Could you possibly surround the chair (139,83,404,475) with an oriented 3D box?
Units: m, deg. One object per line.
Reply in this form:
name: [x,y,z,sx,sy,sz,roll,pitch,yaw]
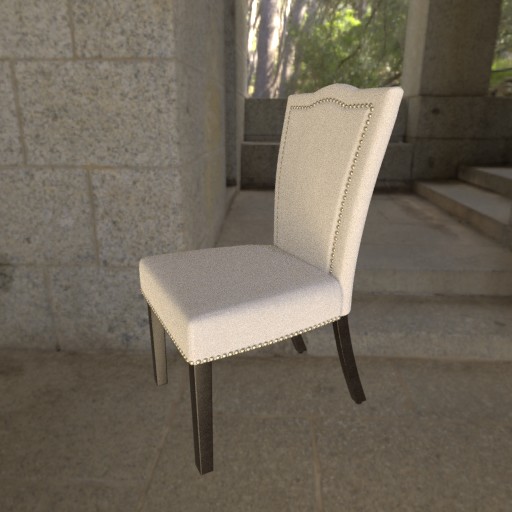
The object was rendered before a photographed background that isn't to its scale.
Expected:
chair: [0.000,0.000,1.283,0.589,0.946,0.518,-8,19,-25]
